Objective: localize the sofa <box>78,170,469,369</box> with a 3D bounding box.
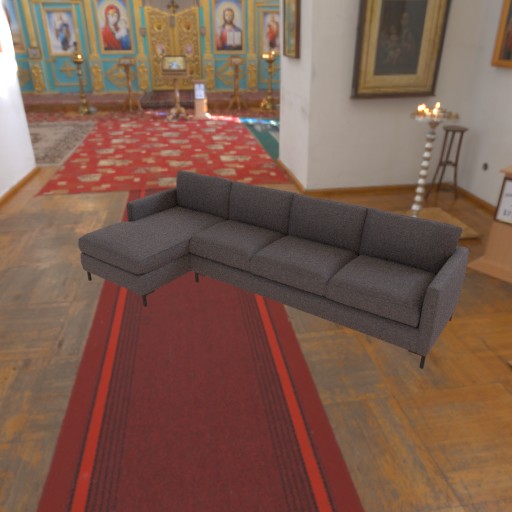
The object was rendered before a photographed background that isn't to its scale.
[{"bbox_3d":[0.000,0.000,3.334,2.731,0.754,1.258,17,30,32],"label":"sofa"}]
